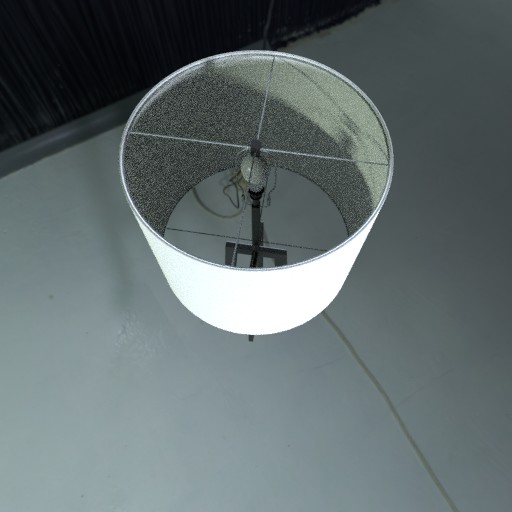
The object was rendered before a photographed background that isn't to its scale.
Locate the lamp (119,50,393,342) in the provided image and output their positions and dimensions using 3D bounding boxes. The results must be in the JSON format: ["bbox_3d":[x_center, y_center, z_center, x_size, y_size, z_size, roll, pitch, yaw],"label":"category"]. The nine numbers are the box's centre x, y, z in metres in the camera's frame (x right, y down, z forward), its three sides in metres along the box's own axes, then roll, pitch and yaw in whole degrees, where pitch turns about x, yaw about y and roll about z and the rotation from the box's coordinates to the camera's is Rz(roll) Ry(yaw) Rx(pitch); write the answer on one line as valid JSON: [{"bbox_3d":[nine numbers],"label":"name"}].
[{"bbox_3d":[0.000,0.000,0.635,0.257,0.489,0.257,-33,69,-15],"label":"lamp"}]
